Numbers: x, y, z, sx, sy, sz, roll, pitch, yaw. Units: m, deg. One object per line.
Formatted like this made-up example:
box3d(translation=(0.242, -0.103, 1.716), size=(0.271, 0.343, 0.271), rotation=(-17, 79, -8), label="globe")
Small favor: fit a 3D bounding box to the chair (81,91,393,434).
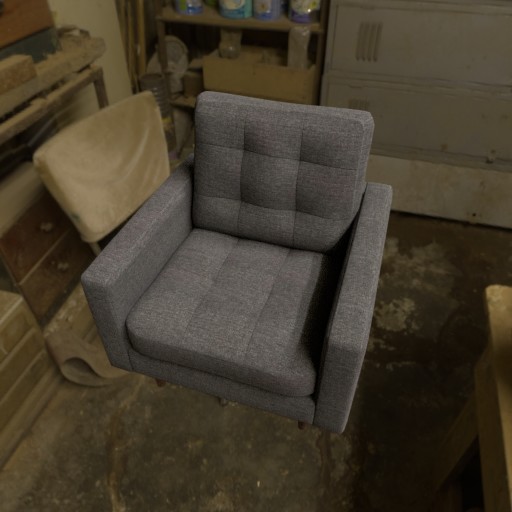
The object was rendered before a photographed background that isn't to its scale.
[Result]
box3d(translation=(0.000, 0.000, 1.533), size=(0.821, 0.880, 0.843), rotation=(12, 43, 13), label="chair")
